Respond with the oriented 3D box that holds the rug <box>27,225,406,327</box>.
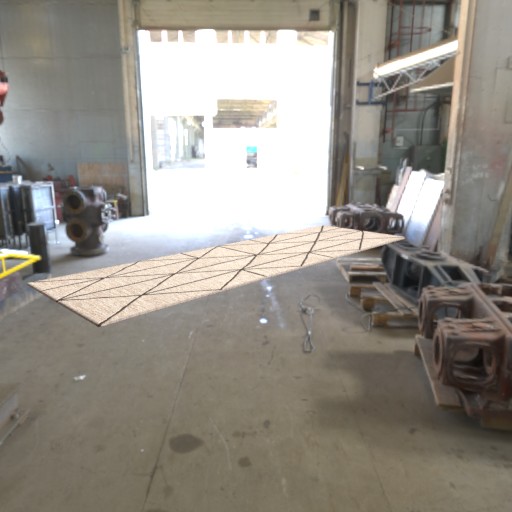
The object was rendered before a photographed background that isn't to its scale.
[{"bbox_3d":[0.000,0.000,2.760,0.762,0.012,2.438,13,19,43],"label":"rug"}]
